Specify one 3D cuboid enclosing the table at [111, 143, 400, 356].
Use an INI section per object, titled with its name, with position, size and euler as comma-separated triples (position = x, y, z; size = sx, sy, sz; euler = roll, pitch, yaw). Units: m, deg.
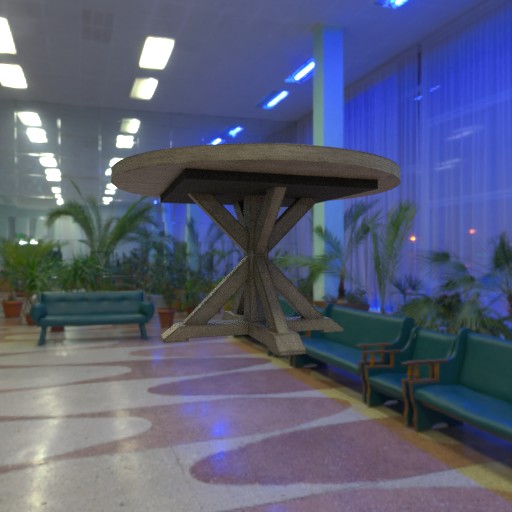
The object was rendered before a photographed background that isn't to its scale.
[table]
position = 0.000, 0.000, 2.195
size = 1.363, 0.781, 1.363
euler = 0, 0, 0
